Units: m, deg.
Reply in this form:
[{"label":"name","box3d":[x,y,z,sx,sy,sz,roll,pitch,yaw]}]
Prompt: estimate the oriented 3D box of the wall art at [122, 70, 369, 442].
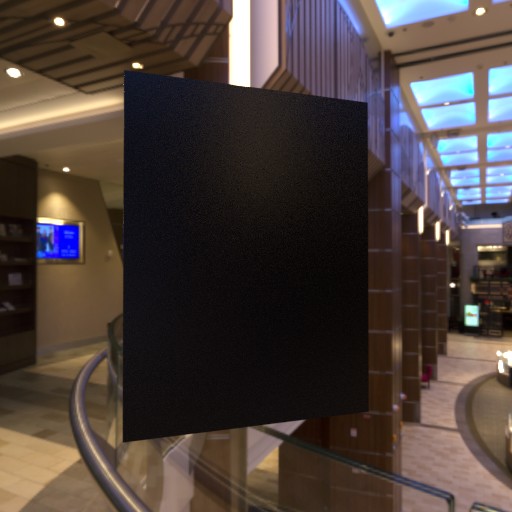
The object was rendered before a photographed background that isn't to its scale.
[{"label":"wall art","box3d":[0.000,0.000,0.770,0.442,0.582,0.013,0,-1,-19]}]
